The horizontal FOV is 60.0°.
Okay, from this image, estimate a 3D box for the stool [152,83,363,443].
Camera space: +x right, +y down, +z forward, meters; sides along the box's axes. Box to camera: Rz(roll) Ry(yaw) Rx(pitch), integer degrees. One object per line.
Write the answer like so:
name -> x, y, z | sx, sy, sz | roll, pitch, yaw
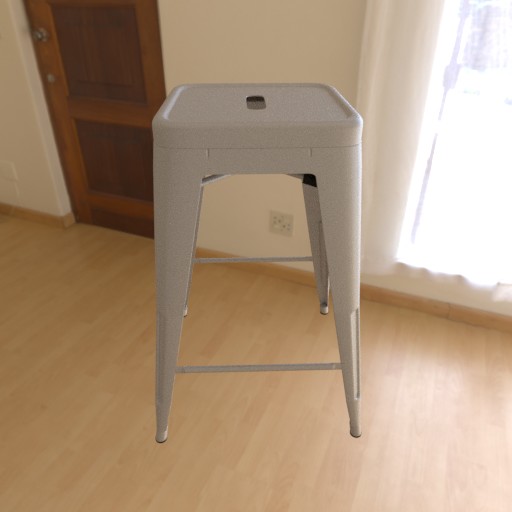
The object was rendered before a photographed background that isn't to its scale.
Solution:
stool -> 0.000, 0.000, 0.892 | 0.410, 0.608, 0.410 | -1, 31, -2
